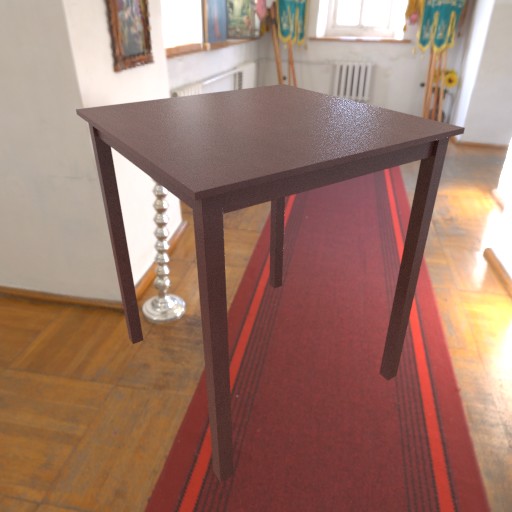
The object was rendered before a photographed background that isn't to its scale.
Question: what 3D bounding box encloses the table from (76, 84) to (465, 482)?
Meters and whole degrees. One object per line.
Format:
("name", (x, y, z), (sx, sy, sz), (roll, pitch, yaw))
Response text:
("table", (0.000, 0.000, 1.620), (0.861, 0.991, 0.861), (-19, 35, -29))
